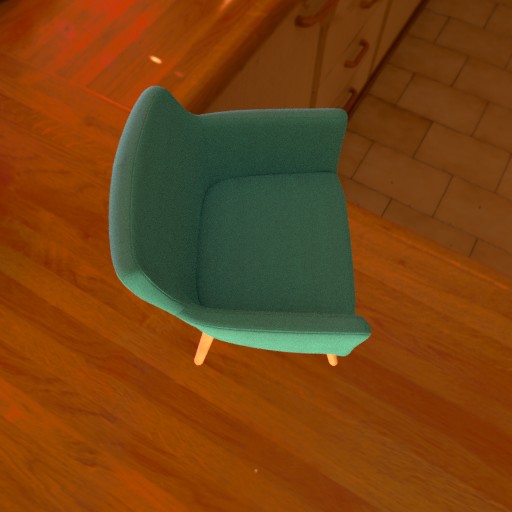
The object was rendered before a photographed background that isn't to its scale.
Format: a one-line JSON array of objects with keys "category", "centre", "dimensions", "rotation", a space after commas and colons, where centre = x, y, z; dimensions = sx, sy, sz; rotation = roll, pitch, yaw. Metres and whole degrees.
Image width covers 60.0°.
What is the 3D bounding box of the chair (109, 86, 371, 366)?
[{"category": "chair", "centre": [0.000, 0.000, 1.173], "dimensions": [0.540, 0.780, 0.570], "rotation": [0, 64, 0]}]
